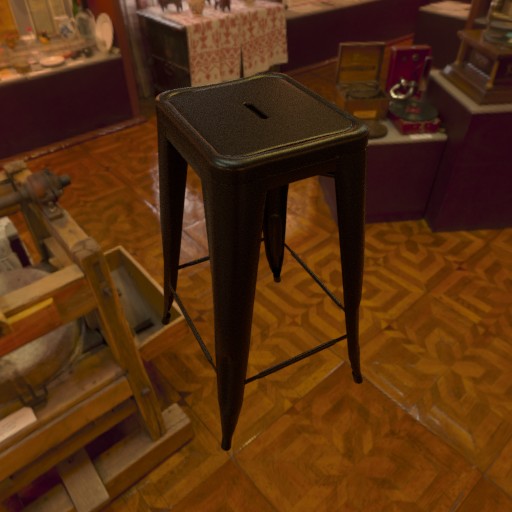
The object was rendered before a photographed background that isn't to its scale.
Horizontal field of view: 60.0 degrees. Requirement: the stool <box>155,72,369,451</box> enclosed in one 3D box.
[{"bbox_3d":[0.000,0.000,0.891,0.423,0.609,0.455,-28,48,-28],"label":"stool"}]
